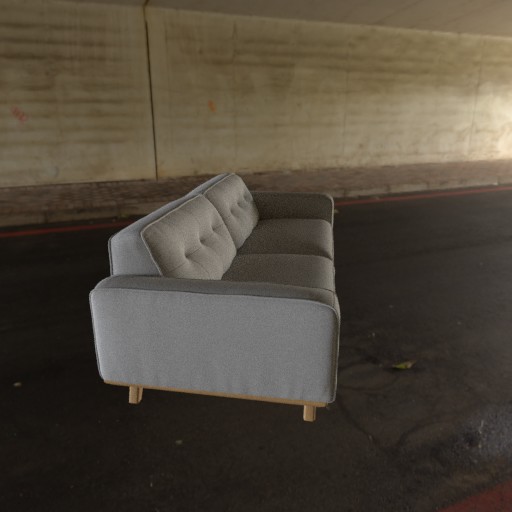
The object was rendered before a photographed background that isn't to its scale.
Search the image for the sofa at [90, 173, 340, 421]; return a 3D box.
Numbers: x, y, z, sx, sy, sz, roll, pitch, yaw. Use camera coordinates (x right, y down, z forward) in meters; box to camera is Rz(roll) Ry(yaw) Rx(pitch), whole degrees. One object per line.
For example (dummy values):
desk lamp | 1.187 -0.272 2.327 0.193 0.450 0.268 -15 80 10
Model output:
sofa | 0.000 0.000 2.704 0.956 0.781 2.270 3 18 8
